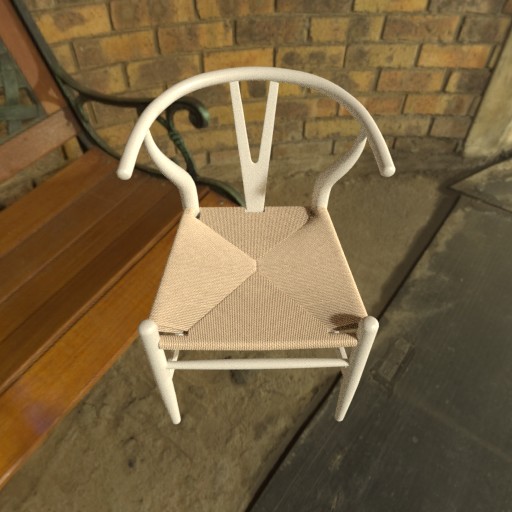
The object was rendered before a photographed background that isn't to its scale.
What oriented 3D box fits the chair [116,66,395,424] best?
[{"bbox_3d":[0.000,0.000,1.135,0.569,0.730,0.579,-1,47,-1],"label":"chair"}]
